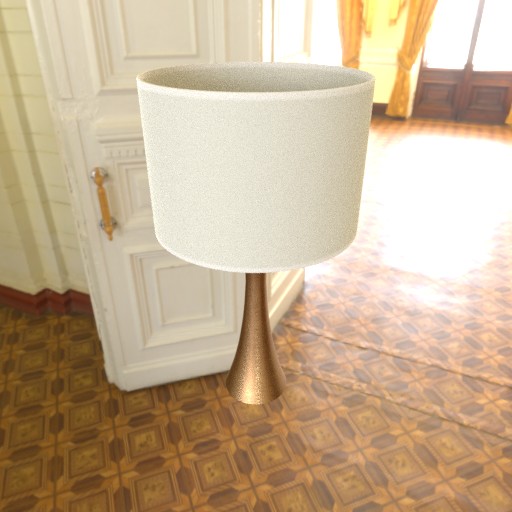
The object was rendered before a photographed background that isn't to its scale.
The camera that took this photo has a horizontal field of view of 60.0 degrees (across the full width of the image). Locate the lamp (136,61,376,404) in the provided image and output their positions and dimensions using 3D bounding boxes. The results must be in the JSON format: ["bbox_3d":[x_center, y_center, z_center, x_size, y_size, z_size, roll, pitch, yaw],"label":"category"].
[{"bbox_3d":[0.000,0.000,0.625,0.268,0.479,0.268,-11,31,-18],"label":"lamp"}]
